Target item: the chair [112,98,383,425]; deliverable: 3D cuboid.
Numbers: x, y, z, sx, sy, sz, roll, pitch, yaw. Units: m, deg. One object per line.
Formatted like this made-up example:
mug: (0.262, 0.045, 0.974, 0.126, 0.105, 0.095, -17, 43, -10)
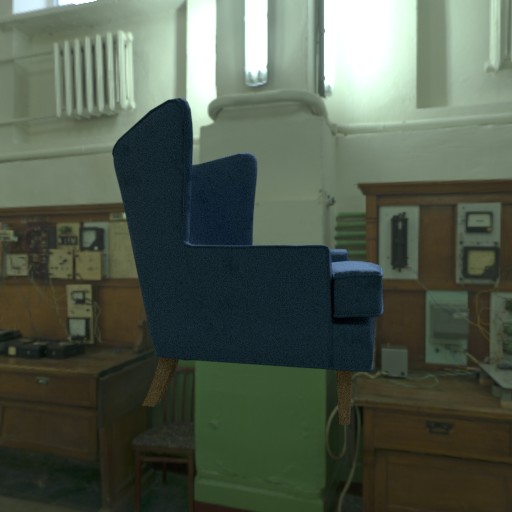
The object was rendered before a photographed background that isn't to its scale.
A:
chair: (0.000, 0.000, 1.654, 0.910, 0.952, 0.793, 0, 0, 16)
